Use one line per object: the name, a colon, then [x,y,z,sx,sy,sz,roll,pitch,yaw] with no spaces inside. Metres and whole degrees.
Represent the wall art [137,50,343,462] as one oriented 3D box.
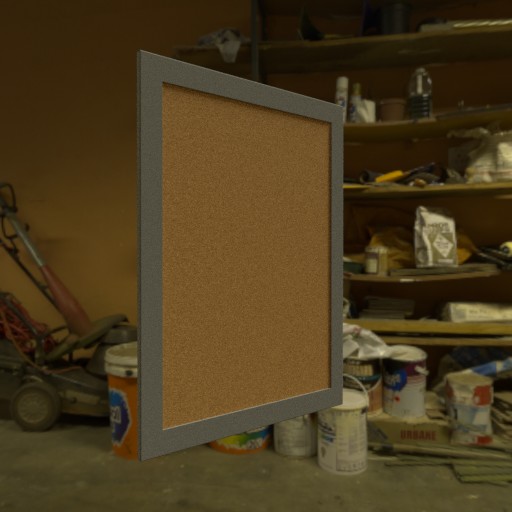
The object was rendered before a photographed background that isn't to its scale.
wall art: [0.000,0.000,0.682,0.374,0.529,0.012,0,0,-36]
